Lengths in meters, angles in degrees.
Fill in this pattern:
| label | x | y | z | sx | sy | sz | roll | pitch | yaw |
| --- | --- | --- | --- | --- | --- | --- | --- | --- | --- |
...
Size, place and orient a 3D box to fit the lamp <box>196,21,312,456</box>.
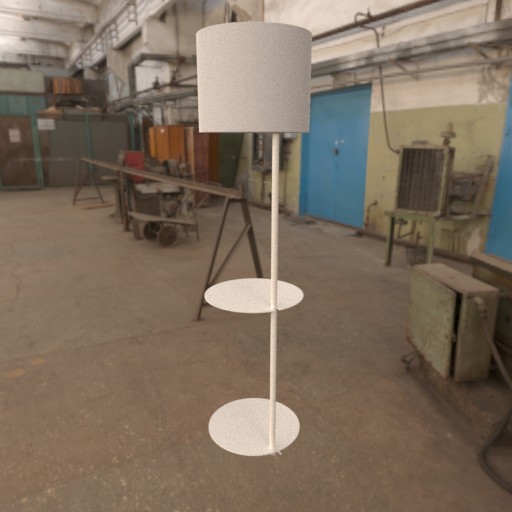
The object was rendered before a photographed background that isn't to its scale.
| label | x | y | z | sx | sy | sz | roll | pitch | yaw |
| --- | --- | --- | --- | --- | --- | --- | --- | --- | --- |
| lamp | 0.000 | 0.000 | 1.610 | 0.372 | 1.465 | 0.405 | -7 | 17 | -25 |
